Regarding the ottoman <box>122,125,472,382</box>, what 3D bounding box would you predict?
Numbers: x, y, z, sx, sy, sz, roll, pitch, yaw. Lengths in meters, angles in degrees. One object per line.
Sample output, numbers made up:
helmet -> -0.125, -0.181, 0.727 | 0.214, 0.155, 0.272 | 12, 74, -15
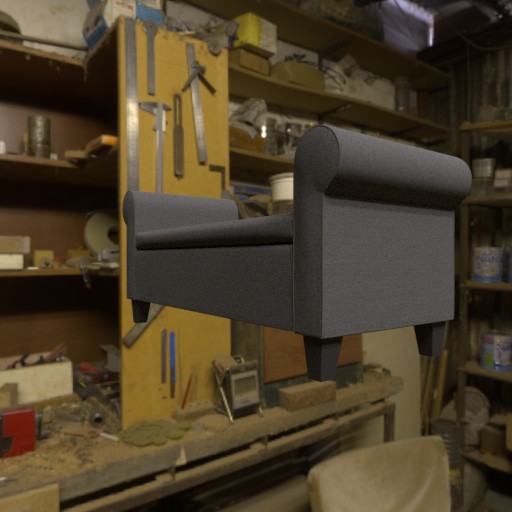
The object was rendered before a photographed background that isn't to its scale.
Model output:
ottoman -> 0.000, 0.000, 1.531 | 0.521, 0.547, 1.256 | 0, 0, -36
